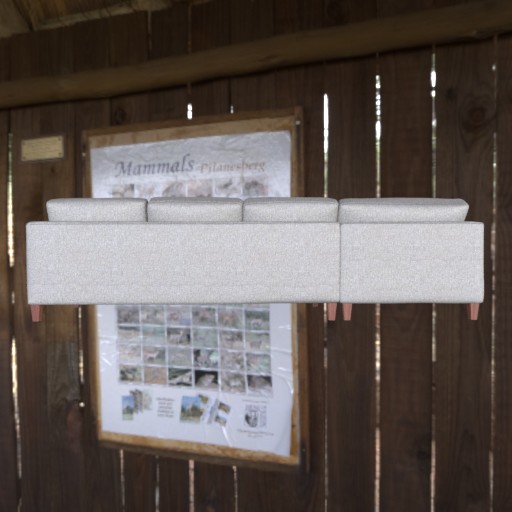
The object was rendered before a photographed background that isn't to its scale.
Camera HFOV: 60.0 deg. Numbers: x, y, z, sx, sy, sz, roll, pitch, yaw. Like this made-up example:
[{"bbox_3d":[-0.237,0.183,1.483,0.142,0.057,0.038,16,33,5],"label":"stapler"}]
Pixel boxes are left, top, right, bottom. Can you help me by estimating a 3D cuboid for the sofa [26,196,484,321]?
[{"bbox_3d":[0.000,0.000,3.781,3.201,0.876,1.502,0,1,-1],"label":"sofa"}]
